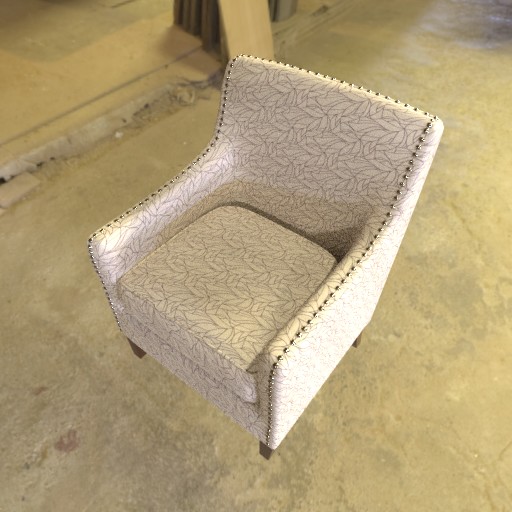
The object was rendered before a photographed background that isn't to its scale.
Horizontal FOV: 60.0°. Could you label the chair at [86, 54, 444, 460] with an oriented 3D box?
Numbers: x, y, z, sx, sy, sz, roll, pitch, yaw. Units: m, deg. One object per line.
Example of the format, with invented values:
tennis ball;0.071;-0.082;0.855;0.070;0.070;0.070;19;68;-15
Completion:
chair;0.000;0.000;1.254;0.623;0.816;0.651;29;53;25
